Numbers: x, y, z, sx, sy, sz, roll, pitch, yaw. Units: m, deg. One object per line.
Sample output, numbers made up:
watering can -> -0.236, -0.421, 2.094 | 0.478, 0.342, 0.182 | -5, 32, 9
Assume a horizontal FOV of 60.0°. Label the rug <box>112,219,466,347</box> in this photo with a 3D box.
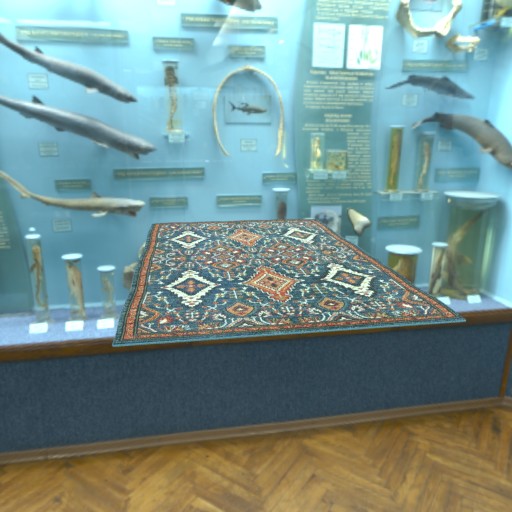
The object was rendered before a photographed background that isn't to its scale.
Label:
rug -> 0.000, 0.000, 2.315 | 1.195, 0.014, 1.847 | -2, 16, -9
